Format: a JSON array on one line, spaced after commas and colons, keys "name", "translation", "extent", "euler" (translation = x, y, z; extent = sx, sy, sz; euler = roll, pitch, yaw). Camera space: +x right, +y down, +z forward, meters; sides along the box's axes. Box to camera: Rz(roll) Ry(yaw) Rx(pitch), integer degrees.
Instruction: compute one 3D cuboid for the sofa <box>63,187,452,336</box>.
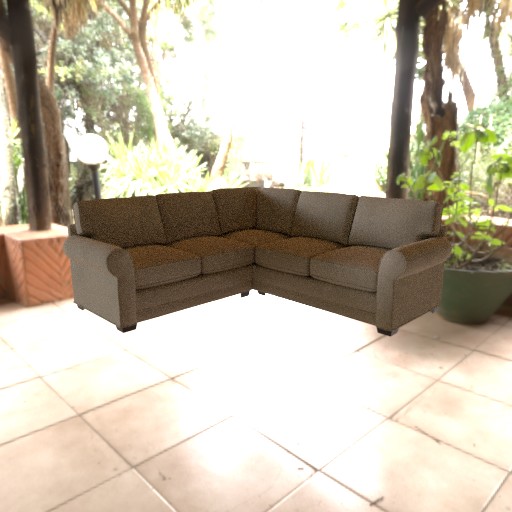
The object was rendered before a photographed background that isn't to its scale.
[{"name": "sofa", "translation": [0.000, 0.000, 3.988], "extent": [2.487, 1.054, 2.569], "euler": [-12, 17, -44]}]
